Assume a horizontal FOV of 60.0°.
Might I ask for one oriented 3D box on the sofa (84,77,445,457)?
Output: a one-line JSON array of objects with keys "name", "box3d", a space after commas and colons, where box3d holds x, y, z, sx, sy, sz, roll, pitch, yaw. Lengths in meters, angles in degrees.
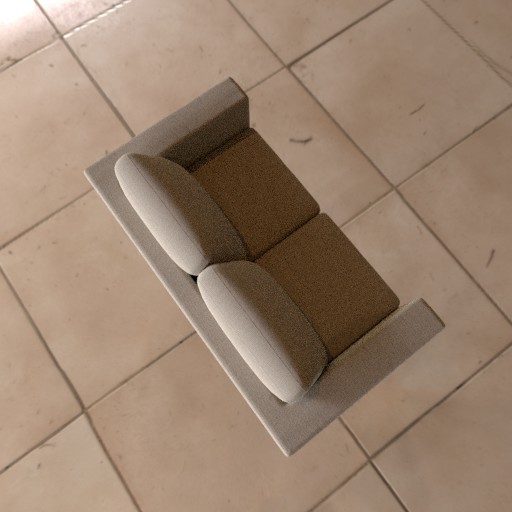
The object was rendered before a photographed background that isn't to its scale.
[{"name": "sofa", "box3d": [0.000, 0.000, 2.467, 1.009, 0.932, 1.813, -36, 78, -9]}]
